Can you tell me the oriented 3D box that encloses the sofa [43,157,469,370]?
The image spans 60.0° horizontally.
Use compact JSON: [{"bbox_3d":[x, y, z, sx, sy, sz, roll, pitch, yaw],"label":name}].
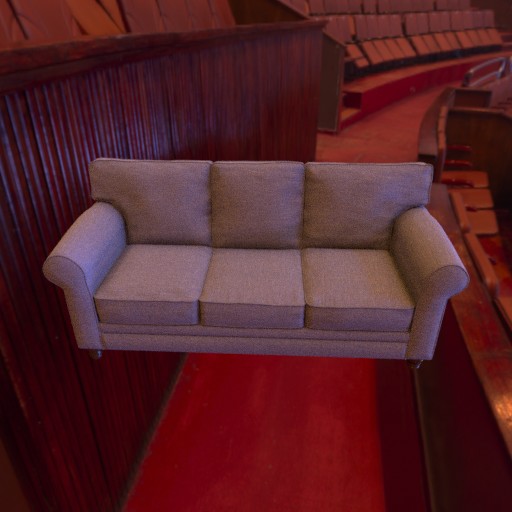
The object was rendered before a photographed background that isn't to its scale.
[{"bbox_3d":[0.000,0.000,2.574,2.084,0.961,0.916,1,29,2],"label":"sofa"}]
